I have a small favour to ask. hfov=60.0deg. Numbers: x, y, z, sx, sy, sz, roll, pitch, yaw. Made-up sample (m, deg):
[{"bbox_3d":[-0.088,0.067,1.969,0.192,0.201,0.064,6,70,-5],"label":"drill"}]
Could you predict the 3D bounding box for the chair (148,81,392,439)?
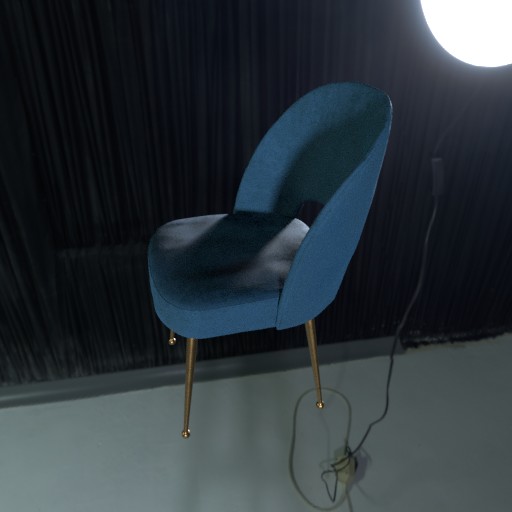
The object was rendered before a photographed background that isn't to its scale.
[{"bbox_3d":[0.000,0.000,1.215,0.577,0.860,0.527,-8,31,-13],"label":"chair"}]
